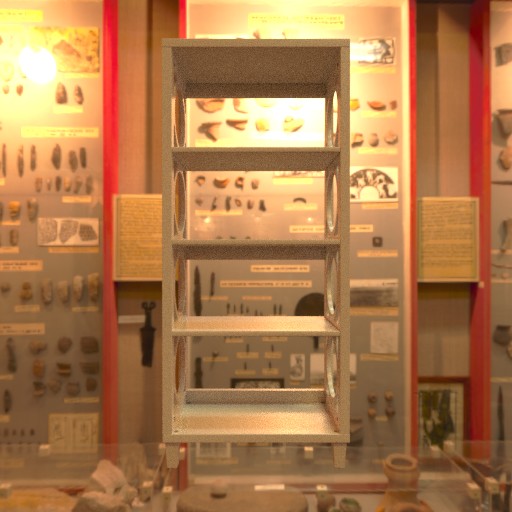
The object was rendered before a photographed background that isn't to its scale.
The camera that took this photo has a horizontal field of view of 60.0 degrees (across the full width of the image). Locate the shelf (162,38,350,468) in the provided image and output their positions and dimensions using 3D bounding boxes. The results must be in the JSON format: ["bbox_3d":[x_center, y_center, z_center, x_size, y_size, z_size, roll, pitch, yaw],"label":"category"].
[{"bbox_3d":[0.000,0.000,1.608,0.611,1.411,0.340,0,0,0],"label":"shelf"}]
